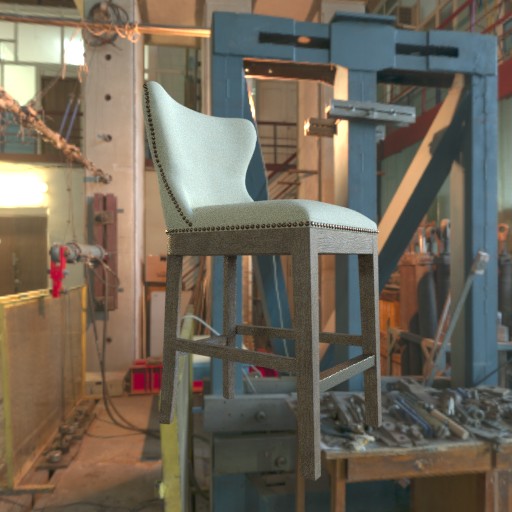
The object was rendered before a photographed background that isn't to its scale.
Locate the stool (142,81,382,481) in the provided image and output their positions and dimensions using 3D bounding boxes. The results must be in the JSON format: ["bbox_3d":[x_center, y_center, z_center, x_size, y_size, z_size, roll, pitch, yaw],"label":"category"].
[{"bbox_3d":[0.000,0.000,1.299,0.608,0.981,0.498,0,0,36],"label":"stool"}]
